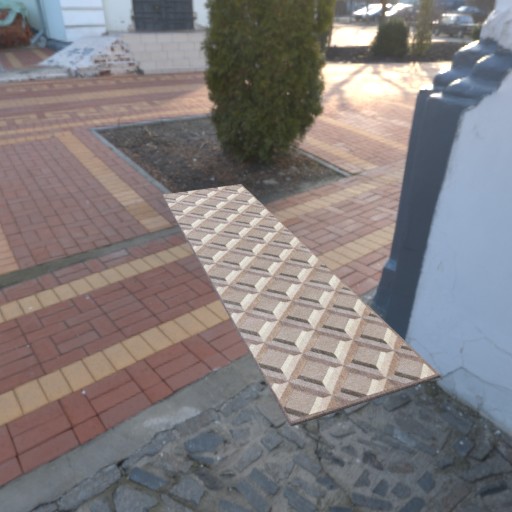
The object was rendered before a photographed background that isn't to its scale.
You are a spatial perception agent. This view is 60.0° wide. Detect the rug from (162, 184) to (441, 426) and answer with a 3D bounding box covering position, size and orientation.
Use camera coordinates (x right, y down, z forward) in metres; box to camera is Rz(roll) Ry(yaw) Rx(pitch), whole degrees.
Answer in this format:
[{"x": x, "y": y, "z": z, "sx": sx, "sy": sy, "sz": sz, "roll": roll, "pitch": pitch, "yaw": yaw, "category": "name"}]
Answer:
[{"x": 0.000, "y": 0.000, "z": 2.699, "sx": 0.685, "sy": 0.013, "sz": 2.437, "roll": -11, "pitch": 31, "yaw": -19, "category": "rug"}]
